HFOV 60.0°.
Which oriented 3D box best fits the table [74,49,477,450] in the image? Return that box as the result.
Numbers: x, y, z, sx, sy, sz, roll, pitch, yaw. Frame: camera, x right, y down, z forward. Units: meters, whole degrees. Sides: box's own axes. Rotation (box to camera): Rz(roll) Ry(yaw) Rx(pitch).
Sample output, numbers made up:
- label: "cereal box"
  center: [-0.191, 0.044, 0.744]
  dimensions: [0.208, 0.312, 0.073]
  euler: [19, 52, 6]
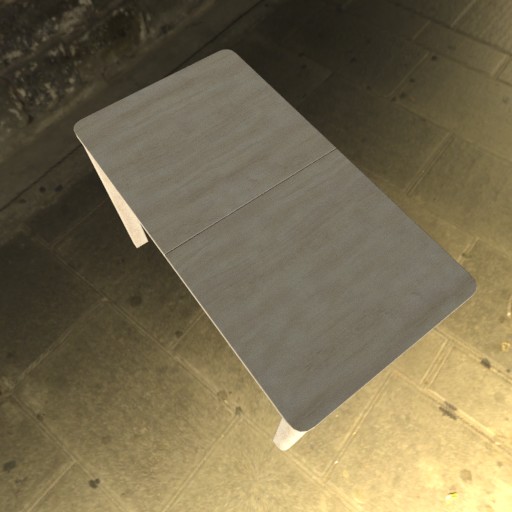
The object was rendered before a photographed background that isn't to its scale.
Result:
- label: "table"
  center: [0.000, 0.000, 1.954]
  dimensions: [0.750, 0.900, 1.400]
  euler: [-34, 68, -16]
